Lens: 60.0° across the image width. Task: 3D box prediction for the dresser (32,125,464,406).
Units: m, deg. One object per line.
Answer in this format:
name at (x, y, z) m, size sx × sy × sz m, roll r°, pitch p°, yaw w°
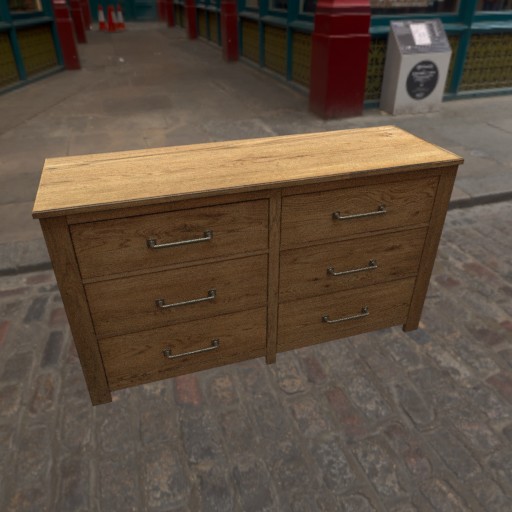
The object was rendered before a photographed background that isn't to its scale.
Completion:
dresser at (0.000, 0.000, 2.067) m, size 1.657 × 0.932 × 0.563 m, roll -10°, pitch 33°, yaw -15°
